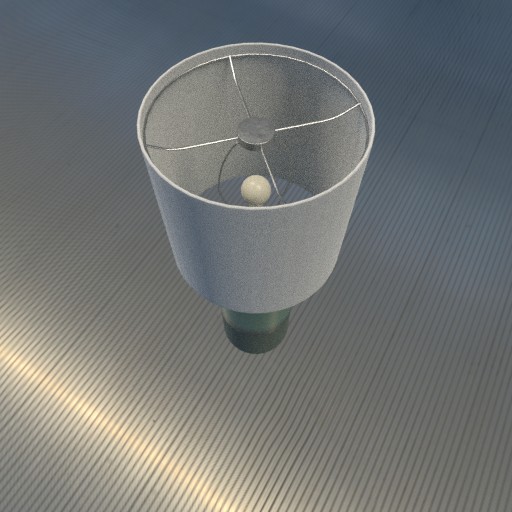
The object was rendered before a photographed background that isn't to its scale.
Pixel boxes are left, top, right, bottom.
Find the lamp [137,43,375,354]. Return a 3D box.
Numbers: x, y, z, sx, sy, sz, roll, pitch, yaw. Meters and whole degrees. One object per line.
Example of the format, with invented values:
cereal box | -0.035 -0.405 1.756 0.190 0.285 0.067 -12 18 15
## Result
lamp | 0.000 0.000 0.608 0.212 0.493 0.212 -13 60 -8
